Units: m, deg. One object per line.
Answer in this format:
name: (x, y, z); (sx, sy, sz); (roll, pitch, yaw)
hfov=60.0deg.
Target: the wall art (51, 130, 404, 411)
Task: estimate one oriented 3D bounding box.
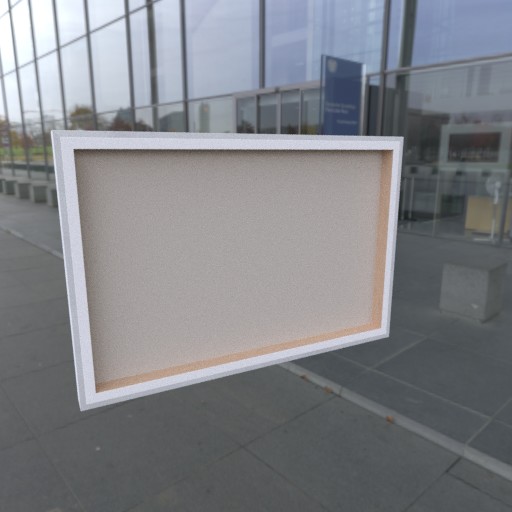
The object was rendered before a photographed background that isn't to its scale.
wall art: (0.000, 0.000, 0.770); (0.609, 0.407, 0.038); (-7, 15, -26)
